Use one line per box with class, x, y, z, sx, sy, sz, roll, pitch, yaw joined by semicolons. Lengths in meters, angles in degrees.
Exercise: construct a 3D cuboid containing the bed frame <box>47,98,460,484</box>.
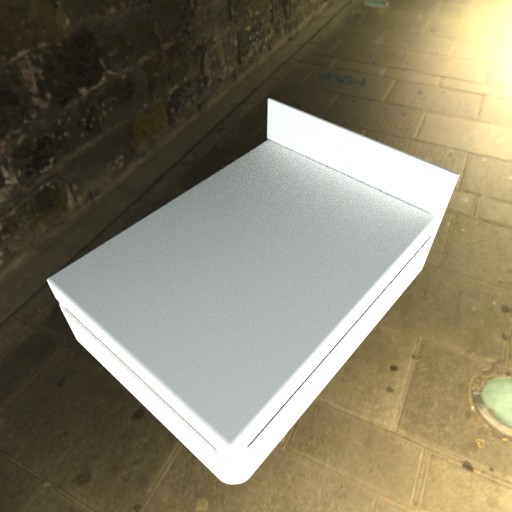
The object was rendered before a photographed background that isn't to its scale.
bed frame;0.000;0.000;2.613;1.400;0.800;1.900;32;54;27
